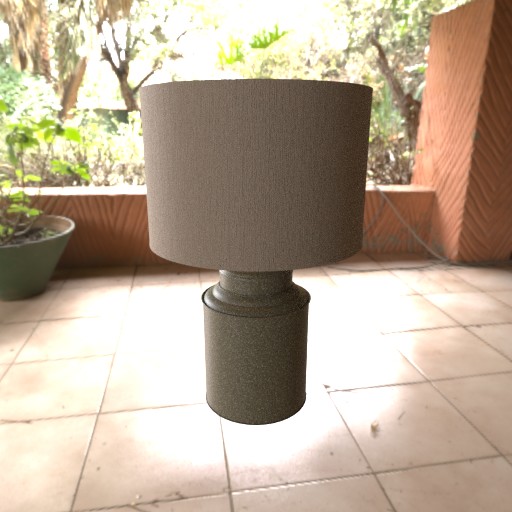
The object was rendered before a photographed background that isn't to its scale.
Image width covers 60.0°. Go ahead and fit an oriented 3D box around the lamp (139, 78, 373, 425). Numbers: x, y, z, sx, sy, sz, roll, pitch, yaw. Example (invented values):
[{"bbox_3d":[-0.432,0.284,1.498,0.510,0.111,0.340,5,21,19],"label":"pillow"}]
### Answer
[{"bbox_3d":[0.000,0.000,0.686,0.318,0.486,0.318,0,16,0],"label":"lamp"}]
